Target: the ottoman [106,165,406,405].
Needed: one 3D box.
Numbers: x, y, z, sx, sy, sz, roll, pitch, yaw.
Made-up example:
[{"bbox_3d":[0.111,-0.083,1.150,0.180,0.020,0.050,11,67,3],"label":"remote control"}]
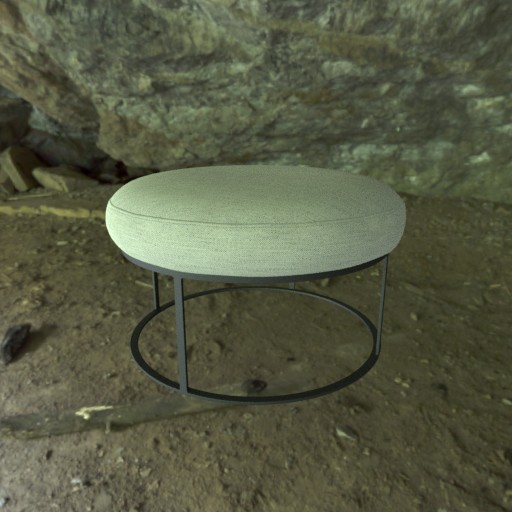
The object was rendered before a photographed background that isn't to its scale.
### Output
[{"bbox_3d":[0.000,0.000,1.228,0.769,0.459,0.769,0,17,0],"label":"ottoman"}]
